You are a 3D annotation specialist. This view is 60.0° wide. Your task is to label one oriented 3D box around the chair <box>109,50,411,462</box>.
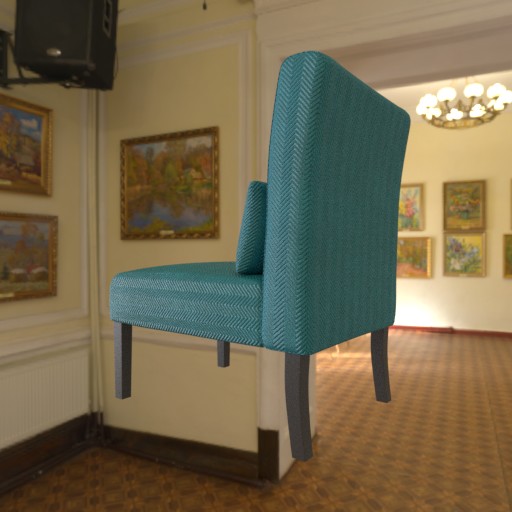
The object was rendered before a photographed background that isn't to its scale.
[{"bbox_3d":[0.000,0.000,1.421,0.808,0.927,0.579,1,1,38],"label":"chair"}]
